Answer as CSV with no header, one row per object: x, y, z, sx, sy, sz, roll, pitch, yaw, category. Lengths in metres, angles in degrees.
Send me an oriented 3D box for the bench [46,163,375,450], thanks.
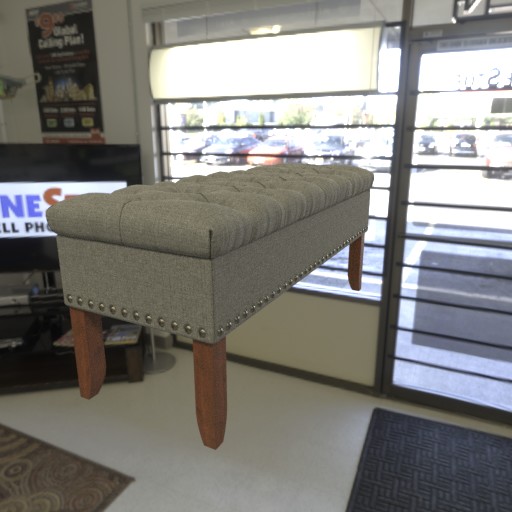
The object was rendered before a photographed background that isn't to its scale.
0.000,0.000,1.301,0.417,0.470,1.052,8,18,27,bench
